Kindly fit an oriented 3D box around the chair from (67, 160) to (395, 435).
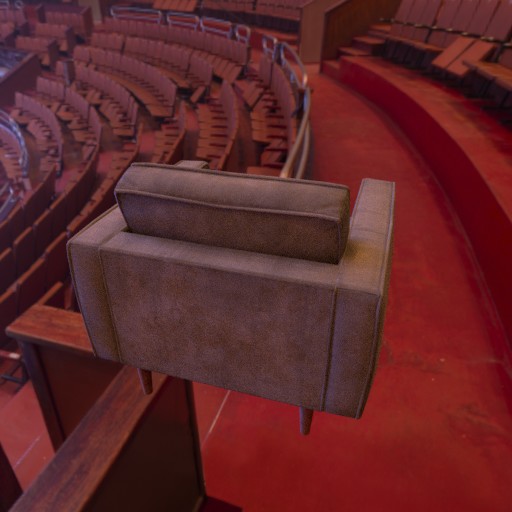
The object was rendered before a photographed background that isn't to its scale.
[{"bbox_3d":[0.000,0.000,1.580,0.928,0.773,0.843,9,32,15],"label":"chair"}]
